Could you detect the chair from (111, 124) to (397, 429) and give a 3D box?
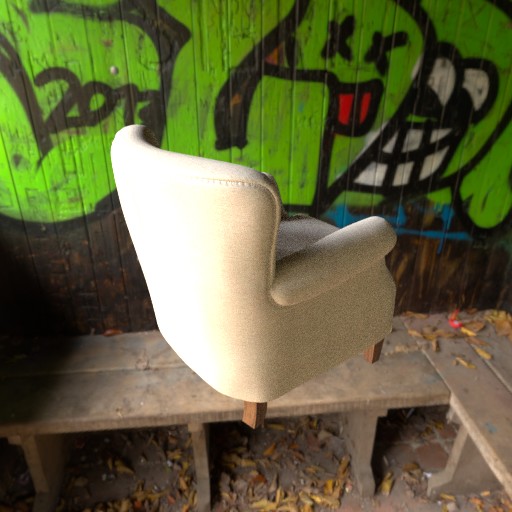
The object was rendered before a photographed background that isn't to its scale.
[{"bbox_3d":[0.000,0.000,1.682,0.921,0.936,0.861,-17,31,-30],"label":"chair"}]
